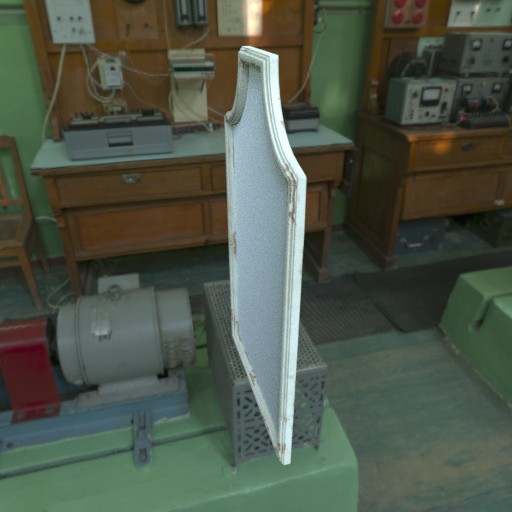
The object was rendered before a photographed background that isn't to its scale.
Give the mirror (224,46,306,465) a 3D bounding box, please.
[{"bbox_3d":[0.000,0.000,0.849,0.022,0.717,0.403,-8,31,-14],"label":"mirror"}]
